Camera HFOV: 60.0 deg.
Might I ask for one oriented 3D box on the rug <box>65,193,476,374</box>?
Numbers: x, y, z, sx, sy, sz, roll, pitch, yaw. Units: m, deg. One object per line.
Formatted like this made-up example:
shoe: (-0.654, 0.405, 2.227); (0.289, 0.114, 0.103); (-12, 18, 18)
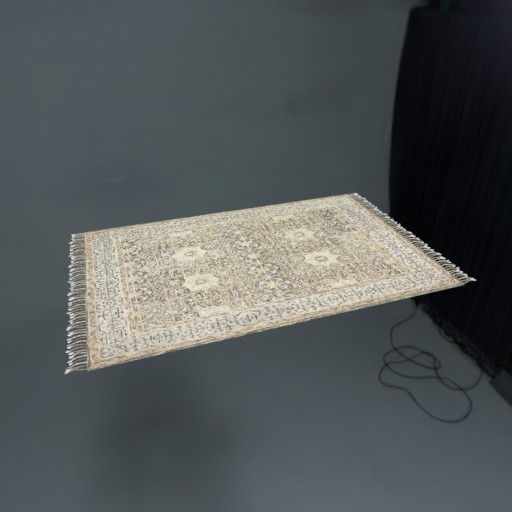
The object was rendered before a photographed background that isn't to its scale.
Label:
rug: (0.000, 0.000, 2.538); (2.029, 0.010, 1.237); (-10, 33, -16)
